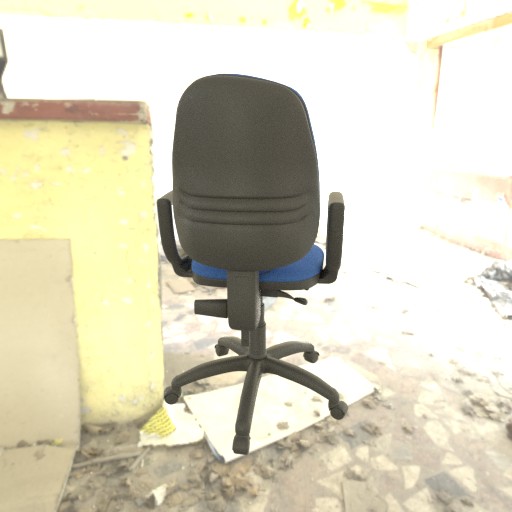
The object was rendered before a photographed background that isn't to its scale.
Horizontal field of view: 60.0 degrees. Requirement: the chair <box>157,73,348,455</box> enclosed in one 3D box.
[{"bbox_3d":[0.000,0.000,1.245,0.552,0.905,0.549,2,16,8],"label":"chair"}]
